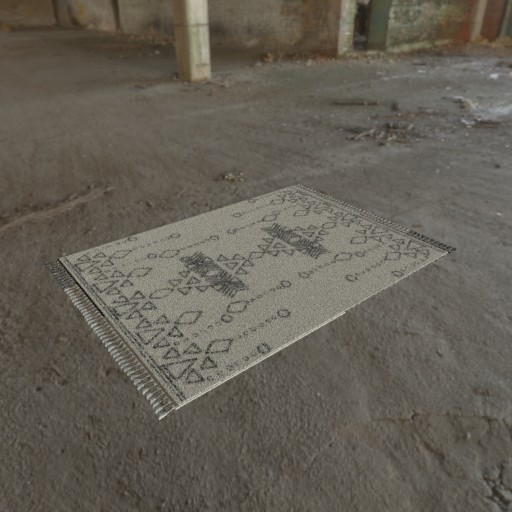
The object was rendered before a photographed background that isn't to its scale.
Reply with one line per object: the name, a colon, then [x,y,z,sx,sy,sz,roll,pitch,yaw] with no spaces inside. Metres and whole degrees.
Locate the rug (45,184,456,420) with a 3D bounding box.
rug: [0.000,0.000,3.010,2.312,0.013,1.600,-22,37,-33]
